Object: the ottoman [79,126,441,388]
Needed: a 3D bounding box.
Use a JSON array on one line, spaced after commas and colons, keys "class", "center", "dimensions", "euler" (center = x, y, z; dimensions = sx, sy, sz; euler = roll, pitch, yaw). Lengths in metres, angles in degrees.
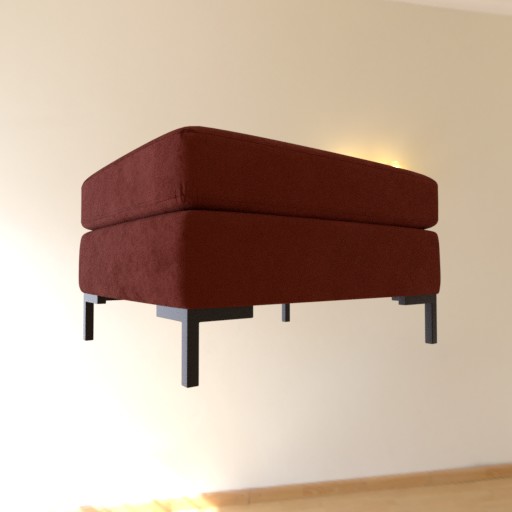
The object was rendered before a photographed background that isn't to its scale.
[{"class": "ottoman", "center": [0.000, 0.000, 1.200], "dimensions": [0.782, 0.462, 0.650], "euler": [1, -2, -36]}]
